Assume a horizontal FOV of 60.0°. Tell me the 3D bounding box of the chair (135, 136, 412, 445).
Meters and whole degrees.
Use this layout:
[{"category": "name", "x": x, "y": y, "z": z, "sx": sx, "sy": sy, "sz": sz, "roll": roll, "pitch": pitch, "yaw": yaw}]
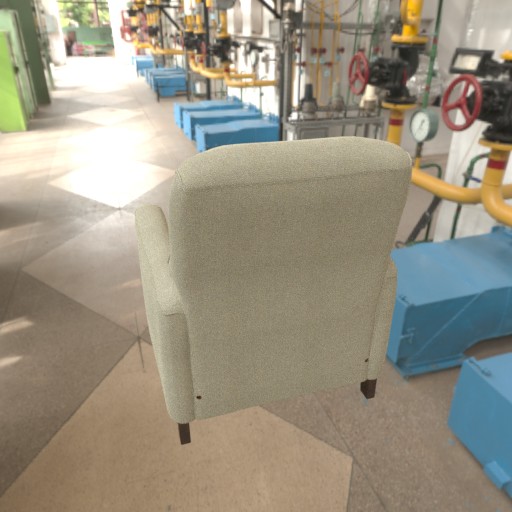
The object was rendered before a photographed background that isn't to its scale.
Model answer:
[{"category": "chair", "x": 0.000, "y": 0.000, "z": 1.670, "sx": 0.850, "sy": 1.006, "sz": 0.853, "roll": -8, "pitch": 28, "yaw": -15}]
